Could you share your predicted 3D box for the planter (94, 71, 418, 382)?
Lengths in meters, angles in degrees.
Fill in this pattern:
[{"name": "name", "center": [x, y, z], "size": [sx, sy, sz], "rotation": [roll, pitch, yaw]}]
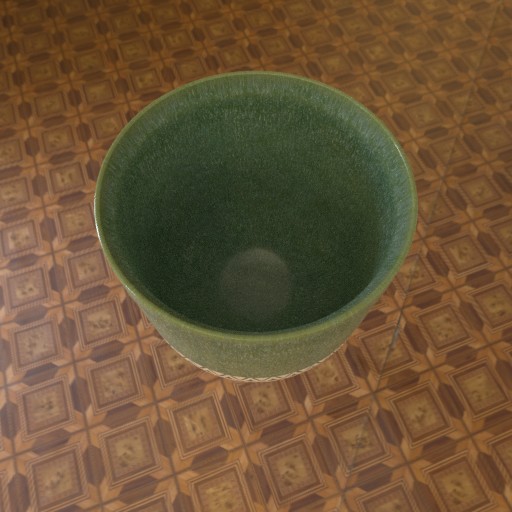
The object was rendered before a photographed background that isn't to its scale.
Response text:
[{"name": "planter", "center": [0.000, 0.000, 0.487], "size": [0.266, 0.270, 0.266], "rotation": [0, 64, 0]}]
